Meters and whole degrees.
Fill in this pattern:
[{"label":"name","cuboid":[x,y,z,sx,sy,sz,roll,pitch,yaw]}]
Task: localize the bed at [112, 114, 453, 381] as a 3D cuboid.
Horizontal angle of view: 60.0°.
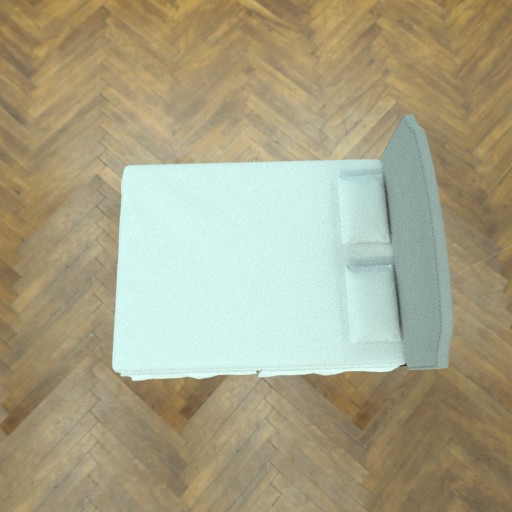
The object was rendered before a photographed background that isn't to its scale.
[{"label":"bed","cuboid":[0.000,0.000,2.955,1.999,1.270,1.558,-1,75,0]}]
